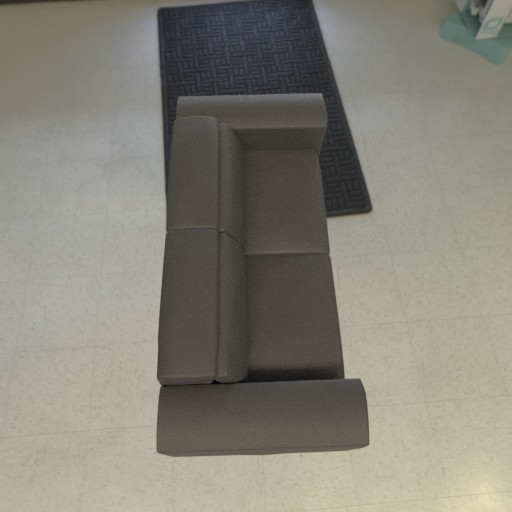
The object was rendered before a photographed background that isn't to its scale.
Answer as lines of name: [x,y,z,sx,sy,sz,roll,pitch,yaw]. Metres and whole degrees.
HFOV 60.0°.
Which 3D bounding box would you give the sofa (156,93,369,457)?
sofa: [0.000,0.000,2.834,1.048,0.814,2.330,-2,64,-1]
